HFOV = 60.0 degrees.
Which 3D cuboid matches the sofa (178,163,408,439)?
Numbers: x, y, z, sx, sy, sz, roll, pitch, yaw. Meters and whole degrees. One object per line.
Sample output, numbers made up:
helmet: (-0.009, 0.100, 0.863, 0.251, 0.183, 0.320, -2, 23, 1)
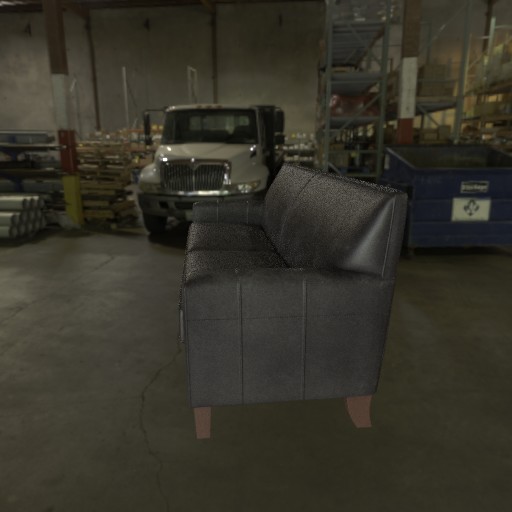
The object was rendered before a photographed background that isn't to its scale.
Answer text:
sofa: (0.000, 0.000, 2.540, 0.805, 0.947, 2.053, -2, 15, -7)
